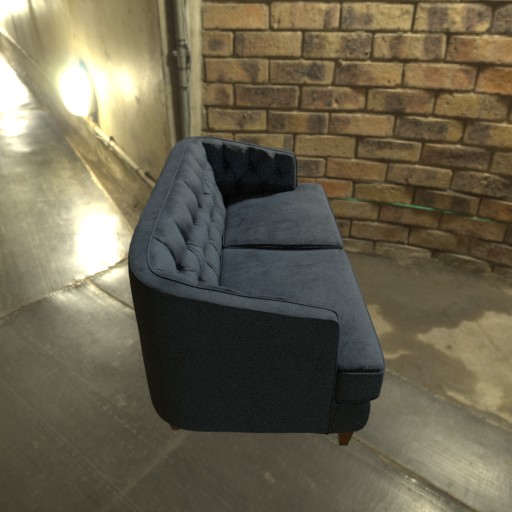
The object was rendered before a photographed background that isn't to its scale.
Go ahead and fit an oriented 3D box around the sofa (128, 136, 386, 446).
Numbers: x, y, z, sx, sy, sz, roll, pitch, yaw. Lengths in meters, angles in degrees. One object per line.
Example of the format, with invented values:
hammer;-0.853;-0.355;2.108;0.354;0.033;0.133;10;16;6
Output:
sofa;0.000;0.000;2.294;0.941;0.854;1.733;0;32;-1
